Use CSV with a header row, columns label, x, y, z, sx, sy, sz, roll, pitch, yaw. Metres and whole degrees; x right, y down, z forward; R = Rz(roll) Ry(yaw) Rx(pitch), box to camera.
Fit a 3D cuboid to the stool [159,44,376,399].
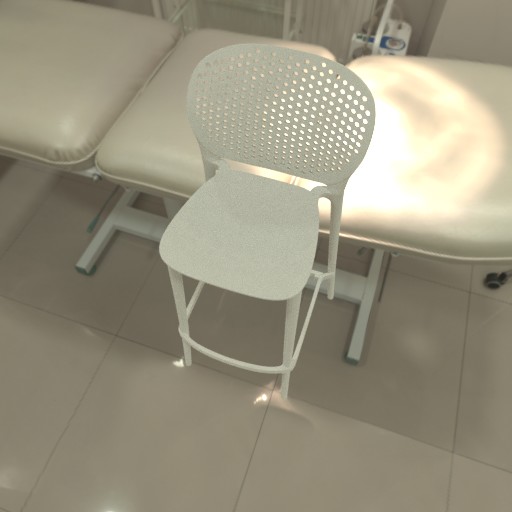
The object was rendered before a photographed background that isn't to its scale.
label,x,y,z,sx,sy,sz,roll,pitch,yaw
stool,0.000,0.000,1.351,0.536,1.045,0.535,16,60,10
